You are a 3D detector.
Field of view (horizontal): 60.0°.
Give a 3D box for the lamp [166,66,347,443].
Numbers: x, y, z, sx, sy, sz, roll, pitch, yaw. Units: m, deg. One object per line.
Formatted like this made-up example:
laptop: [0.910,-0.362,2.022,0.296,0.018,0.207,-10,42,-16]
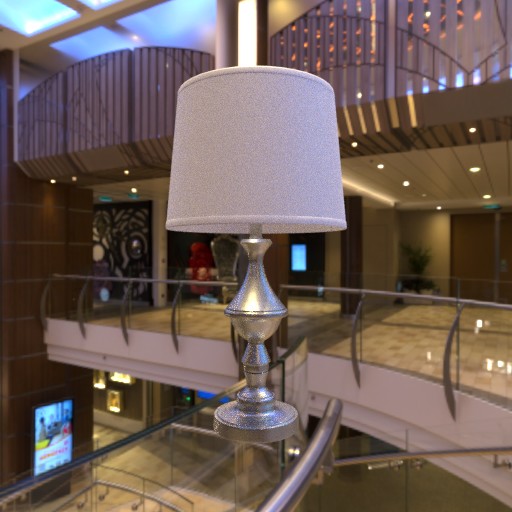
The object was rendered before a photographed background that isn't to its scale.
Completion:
lamp: [0.000,0.000,0.957,0.383,0.733,0.383,0,0,0]
